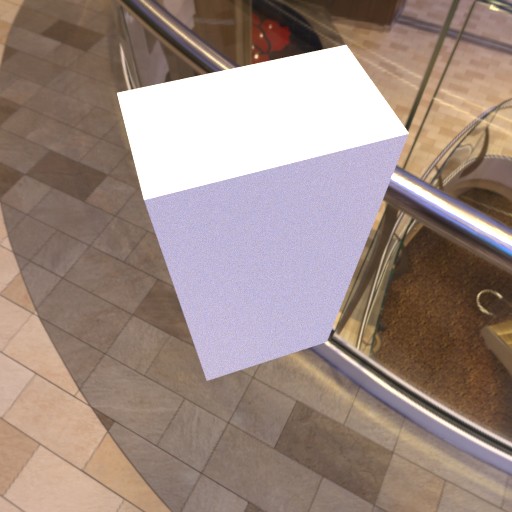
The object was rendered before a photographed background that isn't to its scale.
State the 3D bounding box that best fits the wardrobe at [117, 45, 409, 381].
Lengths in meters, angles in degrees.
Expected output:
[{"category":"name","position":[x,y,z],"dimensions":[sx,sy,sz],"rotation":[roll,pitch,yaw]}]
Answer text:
[{"category":"wardrobe","position":[0.000,0.000,2.041],"dimensions":[0.760,1.700,0.470],"rotation":[-16,60,-9]}]
